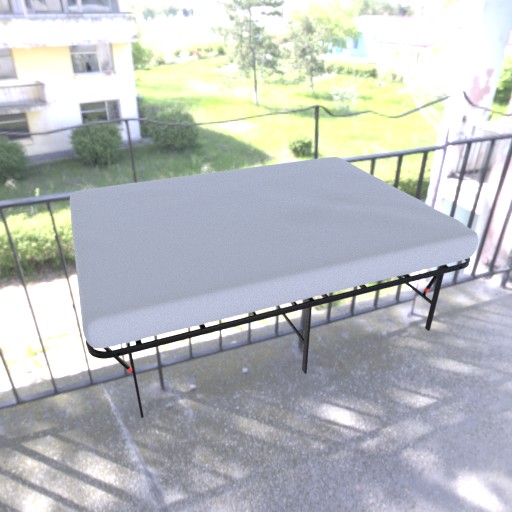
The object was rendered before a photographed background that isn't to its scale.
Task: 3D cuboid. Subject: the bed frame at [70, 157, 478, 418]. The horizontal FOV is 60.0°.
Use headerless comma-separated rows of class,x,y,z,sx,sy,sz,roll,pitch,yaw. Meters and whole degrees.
bed frame,0.000,0.000,2.573,1.905,0.637,1.372,-11,32,-19
